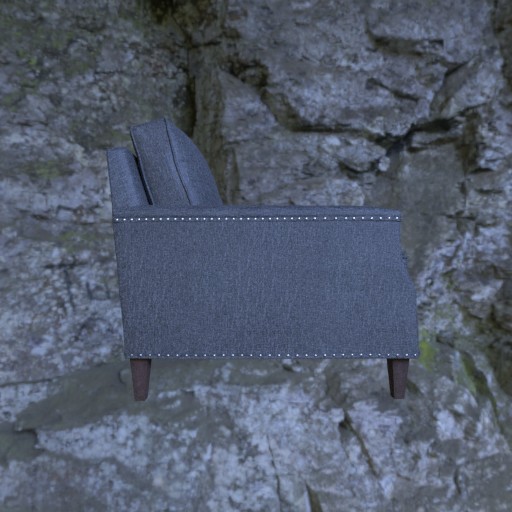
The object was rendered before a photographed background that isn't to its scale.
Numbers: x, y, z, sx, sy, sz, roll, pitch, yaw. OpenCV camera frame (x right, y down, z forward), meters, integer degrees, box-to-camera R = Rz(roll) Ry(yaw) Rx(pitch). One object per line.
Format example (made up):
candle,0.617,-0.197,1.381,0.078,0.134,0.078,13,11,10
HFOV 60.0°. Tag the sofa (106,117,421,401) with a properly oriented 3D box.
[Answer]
sofa,0.000,0.000,2.253,1.084,1.003,1.597,0,-1,-1
